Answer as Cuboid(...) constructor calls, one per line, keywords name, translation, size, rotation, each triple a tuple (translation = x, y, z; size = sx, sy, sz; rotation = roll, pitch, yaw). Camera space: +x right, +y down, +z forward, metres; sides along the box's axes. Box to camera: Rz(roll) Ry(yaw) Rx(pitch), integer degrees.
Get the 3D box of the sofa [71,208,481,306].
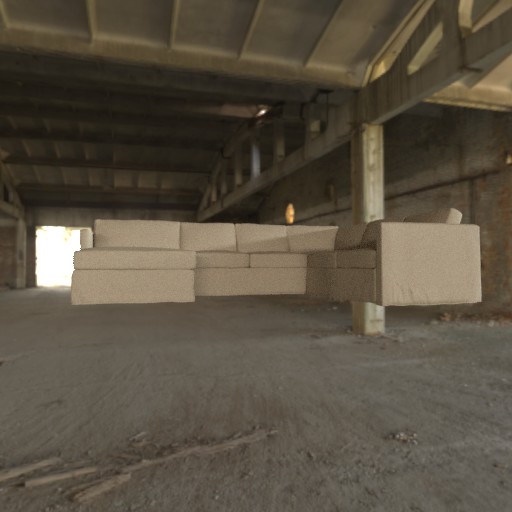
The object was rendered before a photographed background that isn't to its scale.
Cuboid(name="sofa", translation=(0.000, 0.000, 4.610), size=(3.528, 0.878, 2.476), rotation=(0, -1, -17))
